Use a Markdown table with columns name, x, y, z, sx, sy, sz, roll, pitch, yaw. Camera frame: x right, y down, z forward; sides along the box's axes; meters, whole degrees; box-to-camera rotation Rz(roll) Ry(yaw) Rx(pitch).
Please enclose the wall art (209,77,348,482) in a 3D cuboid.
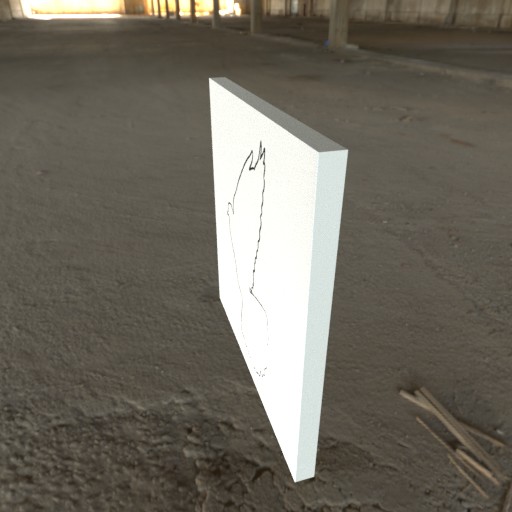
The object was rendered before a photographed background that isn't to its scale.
| name | x | y | z | sx | sy | sz | roll | pitch | yaw |
| --- | --- | --- | --- | --- | --- | --- | --- | --- | --- |
| wall art | 0.000 | 0.000 | 0.914 | 0.038 | 0.610 | 0.610 | -9 | 31 | -15 |
